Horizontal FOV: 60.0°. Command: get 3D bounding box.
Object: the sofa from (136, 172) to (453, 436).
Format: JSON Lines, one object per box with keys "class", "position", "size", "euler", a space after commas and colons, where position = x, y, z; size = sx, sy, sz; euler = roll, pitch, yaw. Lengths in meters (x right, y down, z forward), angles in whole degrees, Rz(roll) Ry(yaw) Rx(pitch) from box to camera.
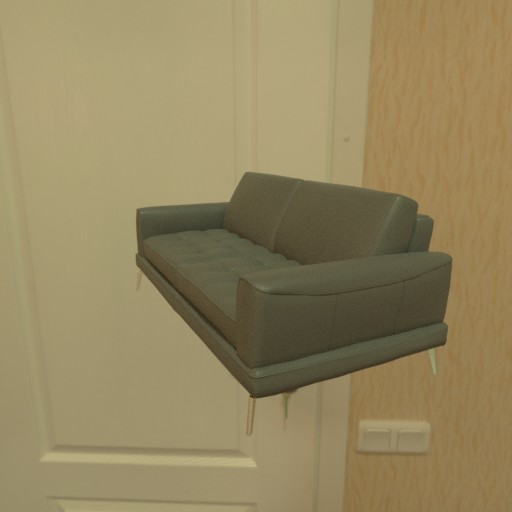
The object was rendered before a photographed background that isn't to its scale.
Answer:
{"class": "sofa", "position": [0.000, 0.000, 2.794], "size": [1.121, 0.930, 2.177], "euler": [-7, 17, -26]}
